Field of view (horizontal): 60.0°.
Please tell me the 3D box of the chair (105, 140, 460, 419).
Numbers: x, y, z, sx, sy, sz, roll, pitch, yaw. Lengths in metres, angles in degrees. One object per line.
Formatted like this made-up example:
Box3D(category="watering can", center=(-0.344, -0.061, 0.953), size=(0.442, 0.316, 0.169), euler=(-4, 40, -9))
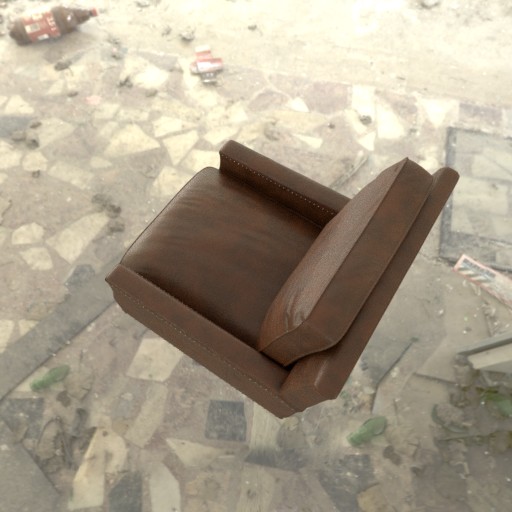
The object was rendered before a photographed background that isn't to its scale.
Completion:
Box3D(category="chair", center=(0.000, 0.000, 1.791), size=(1.035, 1.054, 0.854), euler=(30, 67, 15))
